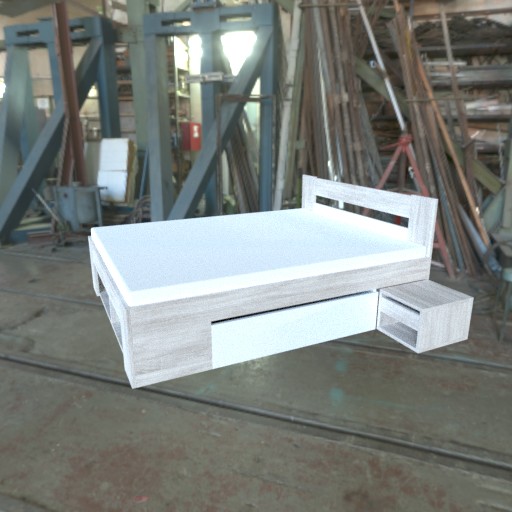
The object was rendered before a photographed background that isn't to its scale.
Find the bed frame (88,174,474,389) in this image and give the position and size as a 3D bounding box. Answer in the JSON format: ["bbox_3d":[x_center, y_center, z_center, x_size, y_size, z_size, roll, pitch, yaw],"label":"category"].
[{"bbox_3d":[0.000,0.000,3.167,2.050,0.860,2.040,-8,18,-25],"label":"bed frame"}]
